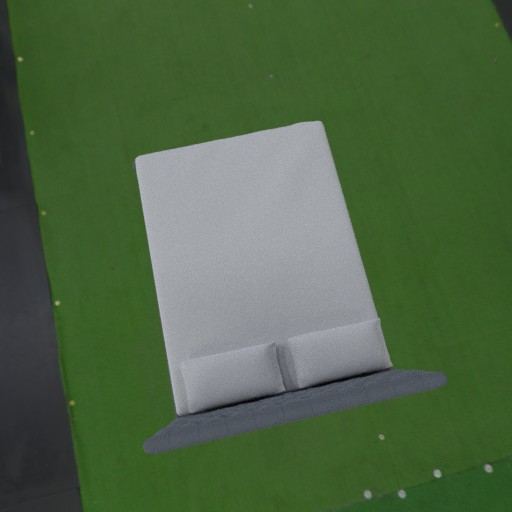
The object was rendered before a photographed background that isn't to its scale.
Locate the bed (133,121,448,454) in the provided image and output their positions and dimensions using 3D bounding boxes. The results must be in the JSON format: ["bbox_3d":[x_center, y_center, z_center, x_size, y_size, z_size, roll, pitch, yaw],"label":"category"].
[{"bbox_3d":[0.000,0.000,3.313,1.698,1.427,2.231,-12,76,-3],"label":"bed"}]
